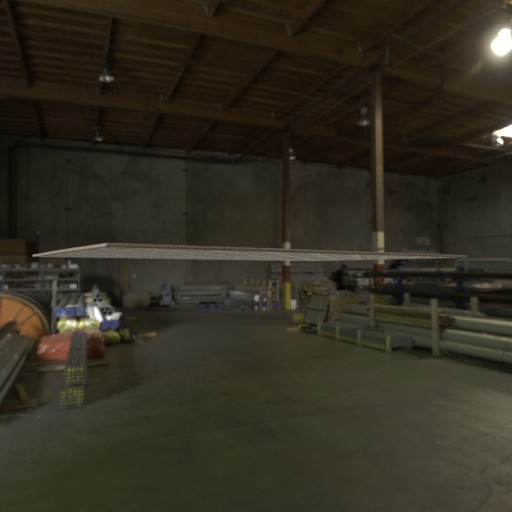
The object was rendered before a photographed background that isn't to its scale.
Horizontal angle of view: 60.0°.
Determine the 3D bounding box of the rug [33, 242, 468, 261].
[{"bbox_3d":[0.000,0.000,2.010,1.677,0.011,1.066,1,-2,-36],"label":"rug"}]
